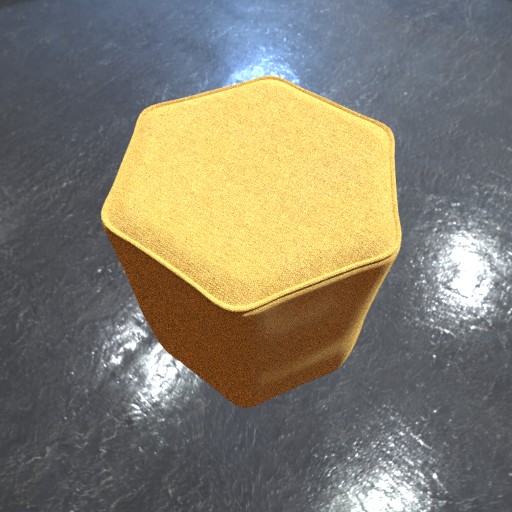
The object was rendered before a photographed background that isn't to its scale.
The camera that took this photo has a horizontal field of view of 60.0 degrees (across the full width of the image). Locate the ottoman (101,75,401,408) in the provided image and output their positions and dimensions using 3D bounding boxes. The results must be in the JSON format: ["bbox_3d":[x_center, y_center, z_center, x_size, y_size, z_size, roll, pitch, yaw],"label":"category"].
[{"bbox_3d":[0.000,0.000,0.887,0.494,0.502,0.443,32,62,19],"label":"ottoman"}]
